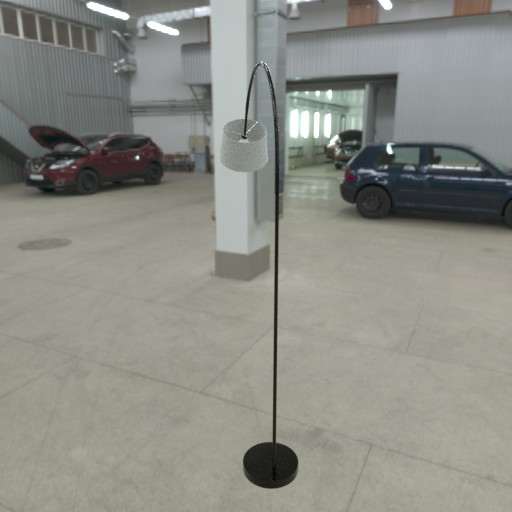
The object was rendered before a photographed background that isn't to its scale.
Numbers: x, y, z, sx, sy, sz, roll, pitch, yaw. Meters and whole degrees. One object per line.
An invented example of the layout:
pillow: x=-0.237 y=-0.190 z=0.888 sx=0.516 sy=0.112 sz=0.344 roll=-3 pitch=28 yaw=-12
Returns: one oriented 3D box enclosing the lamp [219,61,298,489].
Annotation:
lamp: x=0.000 y=0.000 z=2.644 sx=0.331 sy=2.104 sz=1.363 roll=-2 pitch=16 yaw=-9
